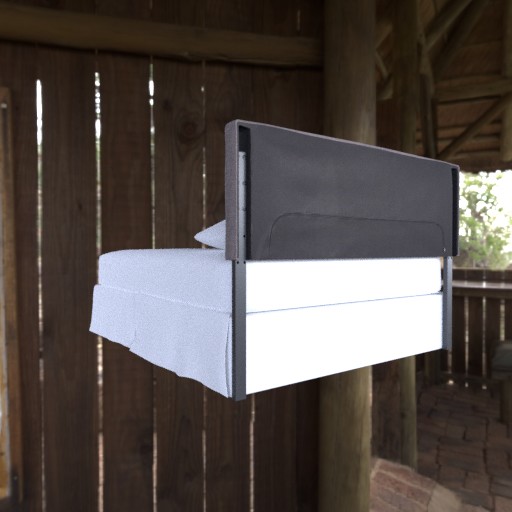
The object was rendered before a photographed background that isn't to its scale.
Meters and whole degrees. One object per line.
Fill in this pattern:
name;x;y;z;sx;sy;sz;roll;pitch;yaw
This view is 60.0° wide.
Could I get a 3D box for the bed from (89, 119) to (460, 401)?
bed;0.000;0.000;2.889;1.610;1.089;1.894;-1;1;-36
